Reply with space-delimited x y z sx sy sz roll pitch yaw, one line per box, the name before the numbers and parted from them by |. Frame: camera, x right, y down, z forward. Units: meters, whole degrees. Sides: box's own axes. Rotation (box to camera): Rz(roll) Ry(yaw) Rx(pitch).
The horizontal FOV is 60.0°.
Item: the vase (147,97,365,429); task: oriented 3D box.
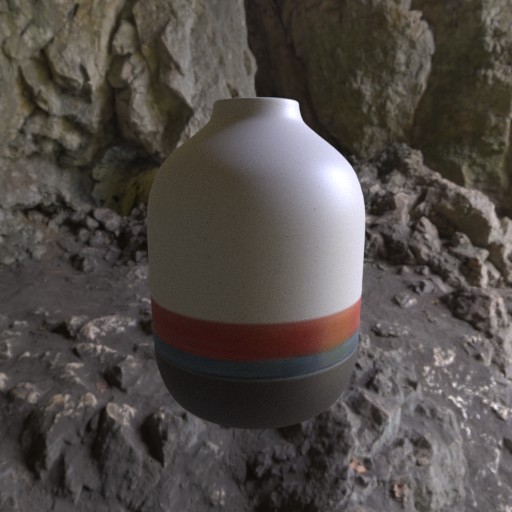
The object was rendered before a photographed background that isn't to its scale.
vase | 0.000 0.000 0.359 0.169 0.237 0.169 0 13 0
